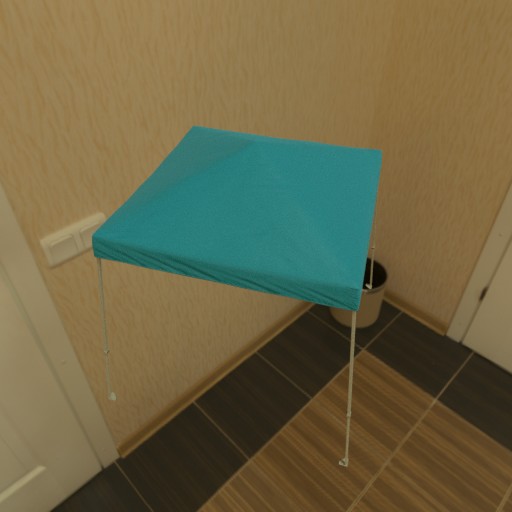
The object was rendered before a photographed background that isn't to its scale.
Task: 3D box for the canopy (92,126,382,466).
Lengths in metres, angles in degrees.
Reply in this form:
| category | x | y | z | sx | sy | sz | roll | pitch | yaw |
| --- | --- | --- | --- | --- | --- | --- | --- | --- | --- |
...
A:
| category | x | y | z | sx | sy | sz | roll | pitch | yaw |
| --- | --- | --- | --- | --- | --- | --- | --- | --- | --- |
| canopy | 0.000 | 0.000 | 6.446 | 3.600 | 3.600 | 3.599 | 11 | 42 | 12 |
